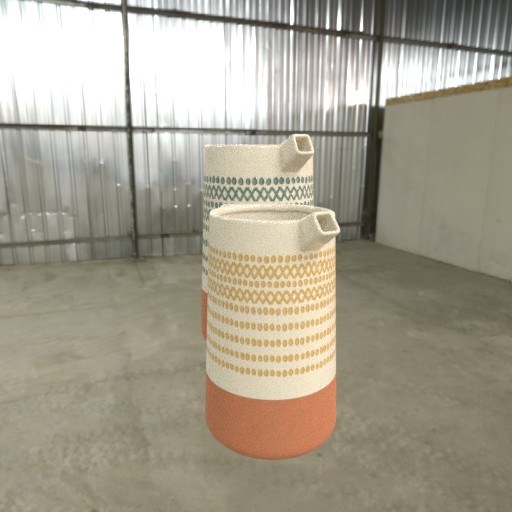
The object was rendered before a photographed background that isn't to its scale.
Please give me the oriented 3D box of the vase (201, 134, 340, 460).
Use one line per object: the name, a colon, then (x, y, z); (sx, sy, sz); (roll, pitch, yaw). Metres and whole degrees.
vase: (0.000, 0.000, 0.465); (0.168, 0.247, 0.326); (2, 14, 8)
